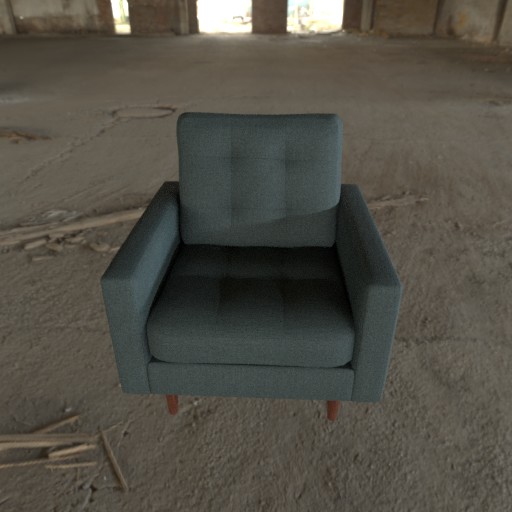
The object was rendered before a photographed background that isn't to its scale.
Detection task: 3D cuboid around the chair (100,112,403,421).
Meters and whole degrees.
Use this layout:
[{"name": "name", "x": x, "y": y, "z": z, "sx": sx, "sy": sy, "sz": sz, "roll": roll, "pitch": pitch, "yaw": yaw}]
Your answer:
[{"name": "chair", "x": 0.000, "y": 0.000, "z": 1.576, "sx": 0.821, "sy": 0.880, "sz": 0.843, "roll": 1, "pitch": 29, "yaw": 2}]
